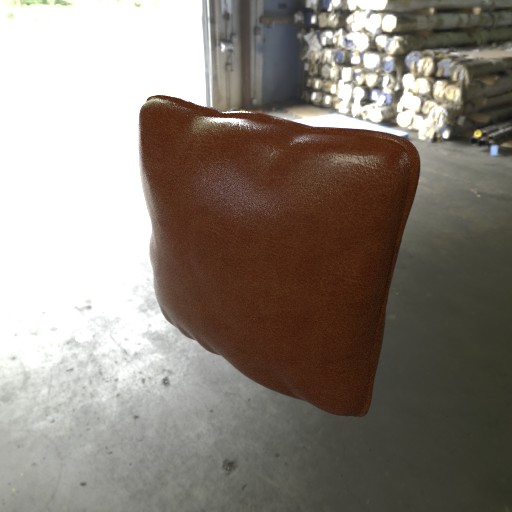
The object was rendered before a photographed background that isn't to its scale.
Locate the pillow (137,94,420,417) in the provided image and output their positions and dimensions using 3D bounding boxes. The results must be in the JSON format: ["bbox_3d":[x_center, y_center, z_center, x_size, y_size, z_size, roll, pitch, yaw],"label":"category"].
[{"bbox_3d":[0.000,0.000,0.814,0.532,0.523,0.236,21,37,32],"label":"pillow"}]
